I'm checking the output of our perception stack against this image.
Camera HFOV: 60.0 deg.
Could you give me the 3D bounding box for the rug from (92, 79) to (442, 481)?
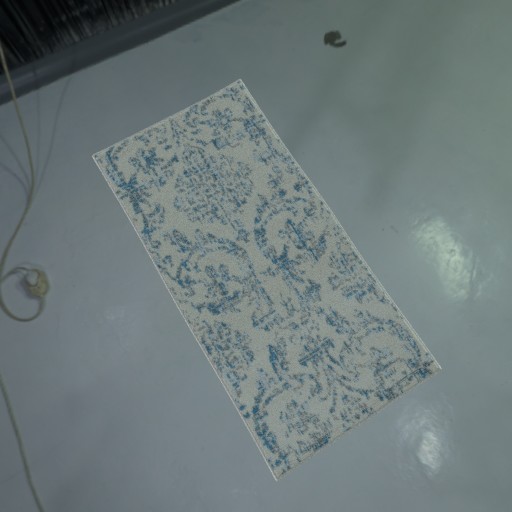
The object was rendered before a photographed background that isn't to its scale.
[{"bbox_3d":[0.000,0.000,1.460,0.605,0.007,1.220,-31,77,-8],"label":"rug"}]
